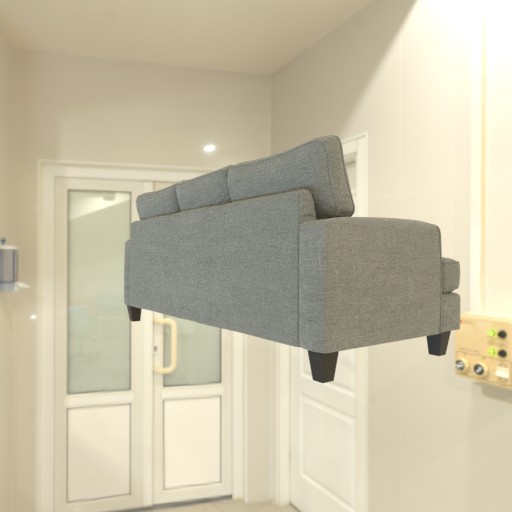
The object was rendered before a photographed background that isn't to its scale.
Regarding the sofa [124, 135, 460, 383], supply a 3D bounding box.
[{"bbox_3d":[0.000,0.000,2.739,0.951,0.965,2.158,0,0,-36],"label":"sofa"}]
